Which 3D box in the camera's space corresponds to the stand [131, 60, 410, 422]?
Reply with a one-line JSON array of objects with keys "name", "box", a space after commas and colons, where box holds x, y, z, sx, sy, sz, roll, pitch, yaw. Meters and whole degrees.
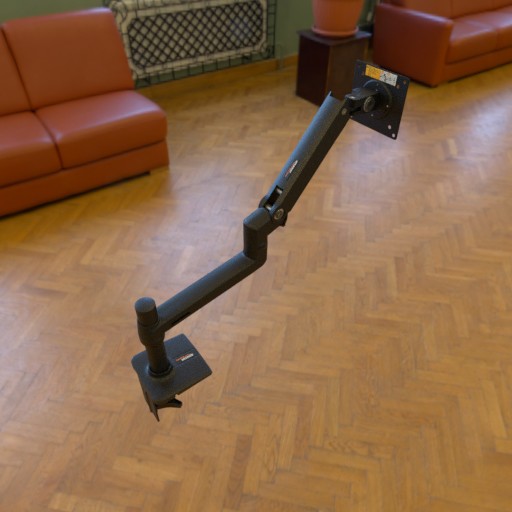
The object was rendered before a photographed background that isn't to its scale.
[{"name": "stand", "box": [0.000, 0.000, 1.020, 0.650, 0.713, 0.152, -25, 47, -26]}]
